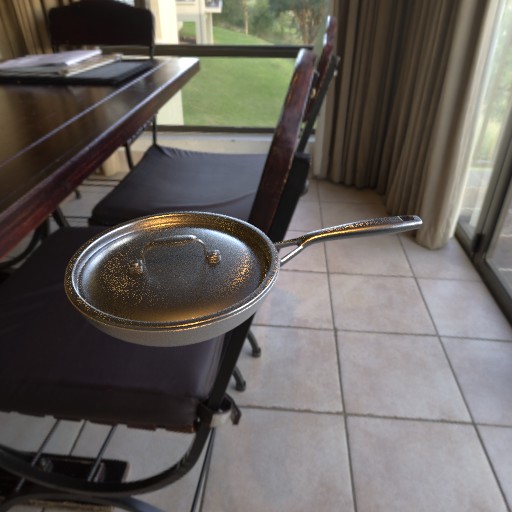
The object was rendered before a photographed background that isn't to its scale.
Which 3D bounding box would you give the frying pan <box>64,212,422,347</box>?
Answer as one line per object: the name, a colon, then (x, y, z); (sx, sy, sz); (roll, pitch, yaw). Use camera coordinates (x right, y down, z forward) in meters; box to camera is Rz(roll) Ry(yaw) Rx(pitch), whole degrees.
frying pan: (0.000, 0.000, 0.606); (0.490, 0.086, 0.272); (-8, 33, -12)
